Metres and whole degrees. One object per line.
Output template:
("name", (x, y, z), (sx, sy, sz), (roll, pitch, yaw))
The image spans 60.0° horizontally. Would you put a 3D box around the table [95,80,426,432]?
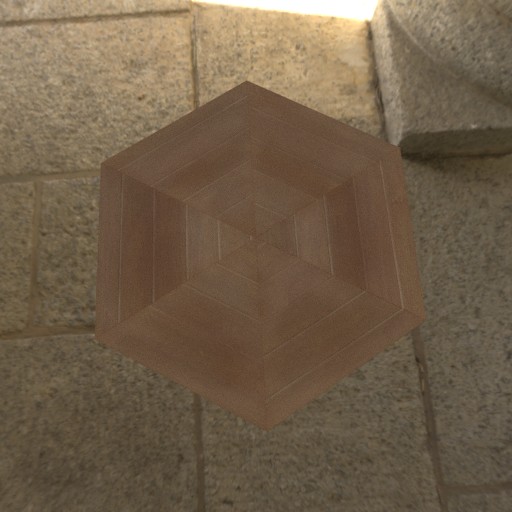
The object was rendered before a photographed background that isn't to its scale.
("table", (0.000, 0.000, 1.625), (1.154, 0.456, 1.000), (-32, 78, -8))
